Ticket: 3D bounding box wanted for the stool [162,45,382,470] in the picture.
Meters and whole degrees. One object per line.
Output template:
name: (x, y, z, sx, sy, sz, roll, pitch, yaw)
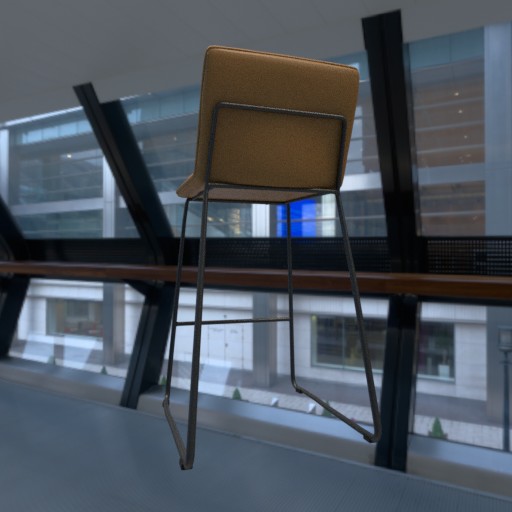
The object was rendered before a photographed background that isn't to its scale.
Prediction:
stool: (0.000, 0.000, 1.259, 0.489, 0.936, 0.524, 0, -1, -18)
